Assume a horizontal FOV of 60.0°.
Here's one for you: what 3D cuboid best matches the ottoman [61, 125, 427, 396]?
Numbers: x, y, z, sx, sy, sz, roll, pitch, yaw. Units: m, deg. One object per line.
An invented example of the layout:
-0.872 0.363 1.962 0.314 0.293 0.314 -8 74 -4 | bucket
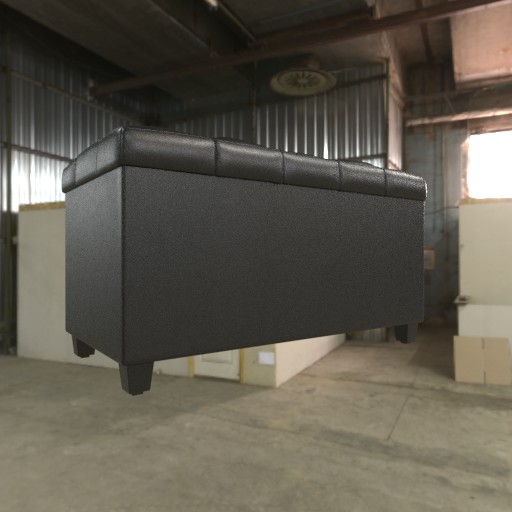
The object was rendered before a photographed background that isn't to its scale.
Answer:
0.000 0.000 1.114 0.838 0.470 0.432 0 0 -36 | ottoman
